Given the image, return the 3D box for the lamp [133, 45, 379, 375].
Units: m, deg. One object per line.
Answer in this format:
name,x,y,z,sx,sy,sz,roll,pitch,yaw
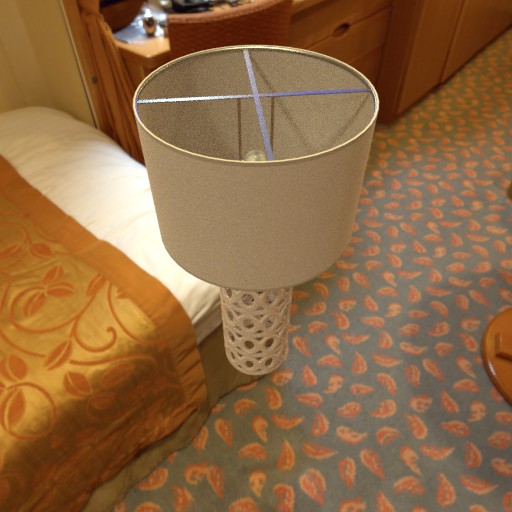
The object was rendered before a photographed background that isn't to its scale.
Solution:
lamp,0.000,0.000,0.826,0.325,0.636,0.324,-5,47,-4
